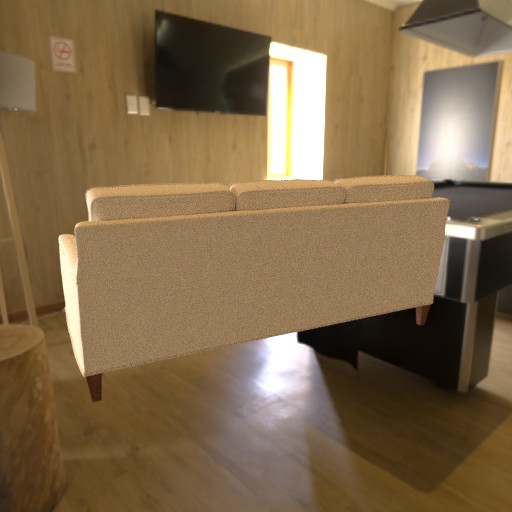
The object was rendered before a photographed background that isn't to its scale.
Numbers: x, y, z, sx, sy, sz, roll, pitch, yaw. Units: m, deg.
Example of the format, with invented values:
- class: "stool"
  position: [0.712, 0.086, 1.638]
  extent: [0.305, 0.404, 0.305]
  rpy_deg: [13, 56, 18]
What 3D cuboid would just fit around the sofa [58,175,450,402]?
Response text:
- class: "sofa"
  position: [0.000, 0.000, 2.805]
  extent: [2.246, 1.003, 1.084]
  rpy_deg: [-7, 15, -25]
